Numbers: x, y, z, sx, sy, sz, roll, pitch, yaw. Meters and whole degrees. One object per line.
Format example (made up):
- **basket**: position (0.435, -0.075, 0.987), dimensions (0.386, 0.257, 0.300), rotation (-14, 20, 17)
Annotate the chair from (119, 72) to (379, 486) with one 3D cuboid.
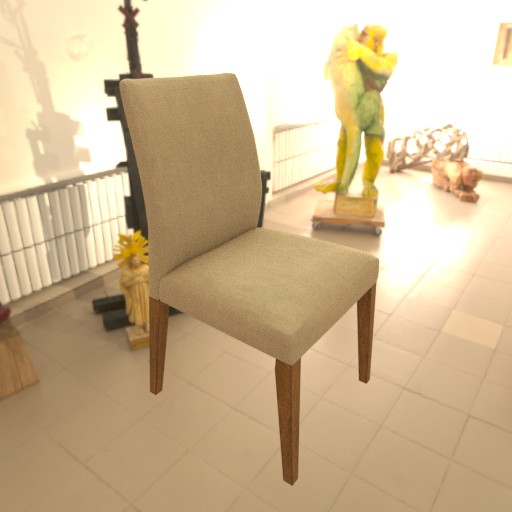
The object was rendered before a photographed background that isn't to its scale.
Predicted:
- **chair**: position (0.000, 0.000, 1.262), dimensions (0.585, 0.940, 0.496), rotation (17, 30, 32)
